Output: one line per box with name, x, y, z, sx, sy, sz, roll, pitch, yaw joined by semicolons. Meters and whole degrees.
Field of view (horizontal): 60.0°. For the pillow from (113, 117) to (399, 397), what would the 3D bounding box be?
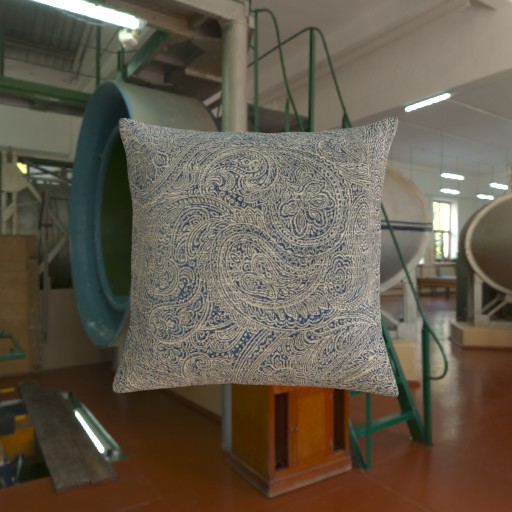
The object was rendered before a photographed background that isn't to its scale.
pillow;0.000;0.000;0.813;0.523;0.510;0.166;0;0;1
